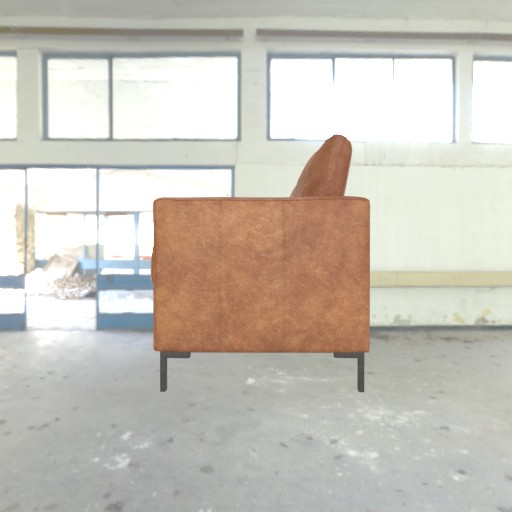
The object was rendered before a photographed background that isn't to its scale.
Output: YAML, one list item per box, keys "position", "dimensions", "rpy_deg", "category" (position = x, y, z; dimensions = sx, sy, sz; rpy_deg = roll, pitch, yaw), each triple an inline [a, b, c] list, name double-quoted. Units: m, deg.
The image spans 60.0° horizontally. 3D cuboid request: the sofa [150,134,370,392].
- position: [0.000, 0.000, 2.403]
  dimensions: [0.748, 0.863, 2.029]
  rpy_deg: [0, 0, 0]
  category: "sofa"
